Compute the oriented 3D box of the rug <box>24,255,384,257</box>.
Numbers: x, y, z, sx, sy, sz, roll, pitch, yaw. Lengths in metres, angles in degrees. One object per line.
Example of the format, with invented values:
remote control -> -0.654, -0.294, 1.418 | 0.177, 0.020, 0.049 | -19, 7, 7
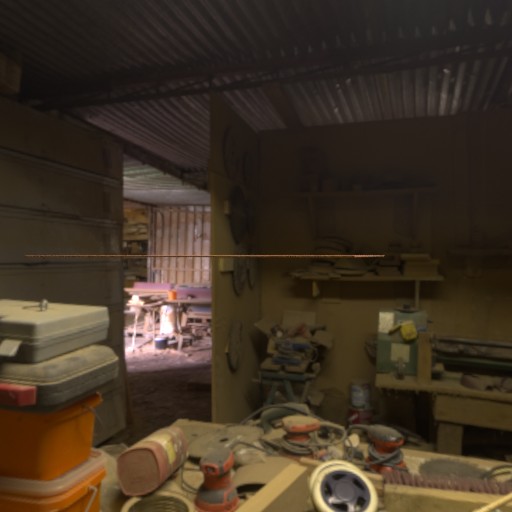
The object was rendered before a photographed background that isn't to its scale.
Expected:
rug -> 0.000, 0.000, 2.920 | 1.524, 0.006, 2.285 | 0, 0, 19
